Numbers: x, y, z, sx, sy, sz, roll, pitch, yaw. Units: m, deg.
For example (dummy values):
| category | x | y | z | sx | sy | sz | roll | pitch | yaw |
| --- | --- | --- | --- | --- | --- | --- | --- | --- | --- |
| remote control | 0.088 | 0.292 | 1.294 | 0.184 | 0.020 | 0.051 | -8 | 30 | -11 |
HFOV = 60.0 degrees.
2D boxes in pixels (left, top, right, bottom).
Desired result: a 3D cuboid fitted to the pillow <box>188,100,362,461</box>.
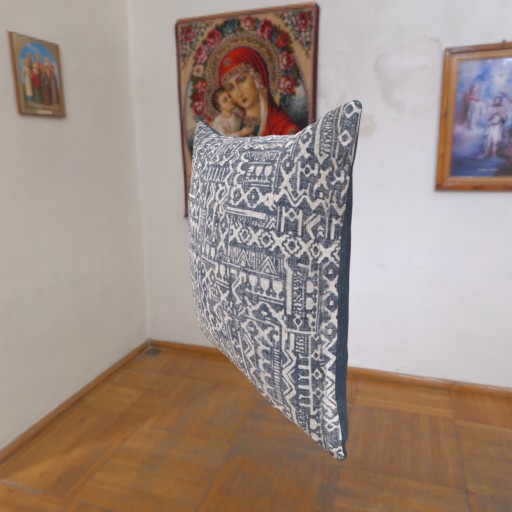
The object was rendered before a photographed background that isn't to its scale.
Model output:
| category | x | y | z | sx | sy | sz | roll | pitch | yaw |
| --- | --- | --- | --- | --- | --- | --- | --- | --- | --- |
| pillow | 0.000 | 0.000 | 0.793 | 0.180 | 0.487 | 0.546 | -7 | 16 | -26 |
